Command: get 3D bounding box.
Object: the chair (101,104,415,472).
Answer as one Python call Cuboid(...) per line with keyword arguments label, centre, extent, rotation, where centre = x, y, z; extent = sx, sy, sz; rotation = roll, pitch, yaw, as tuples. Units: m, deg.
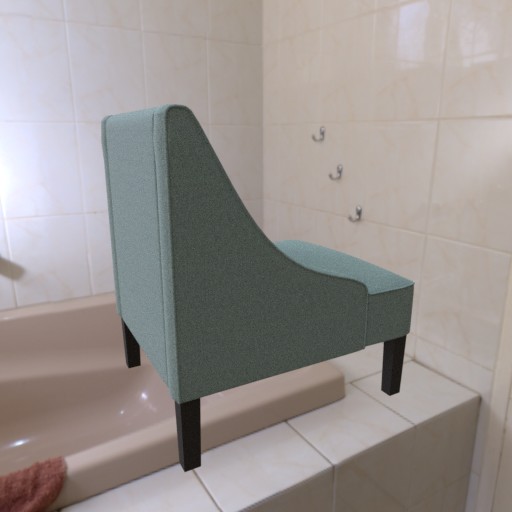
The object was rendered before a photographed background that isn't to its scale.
Cuboid(label="chair", centre=(0.000, 0.000, 1.855), extent=(1.025, 1.133, 0.857), rotation=(-8, 17, -28))
